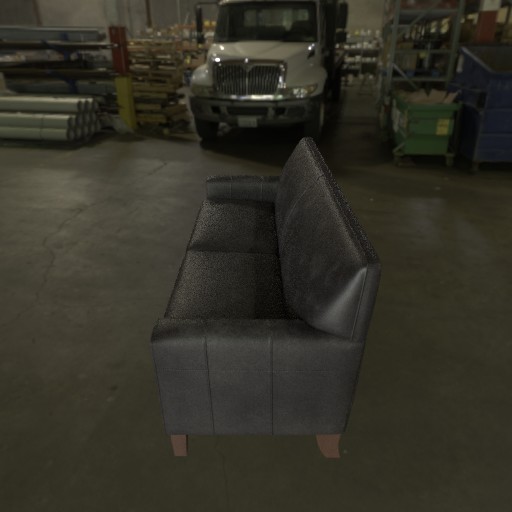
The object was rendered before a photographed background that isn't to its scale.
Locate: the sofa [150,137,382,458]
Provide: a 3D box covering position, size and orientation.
[{"bbox_3d":[0.000,0.000,2.510,0.805,0.947,2.053,0,26,0],"label":"sofa"}]
